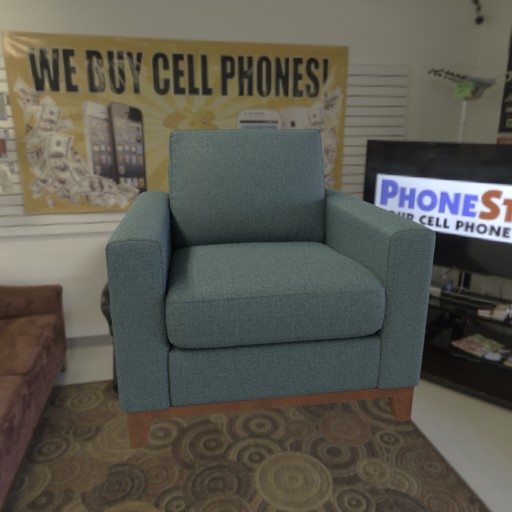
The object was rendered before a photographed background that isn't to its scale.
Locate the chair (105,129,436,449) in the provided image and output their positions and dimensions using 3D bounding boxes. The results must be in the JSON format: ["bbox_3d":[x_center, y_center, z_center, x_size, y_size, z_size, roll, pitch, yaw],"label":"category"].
[{"bbox_3d":[0.000,0.000,1.833,1.024,1.010,1.038,-2,16,-9],"label":"chair"}]
